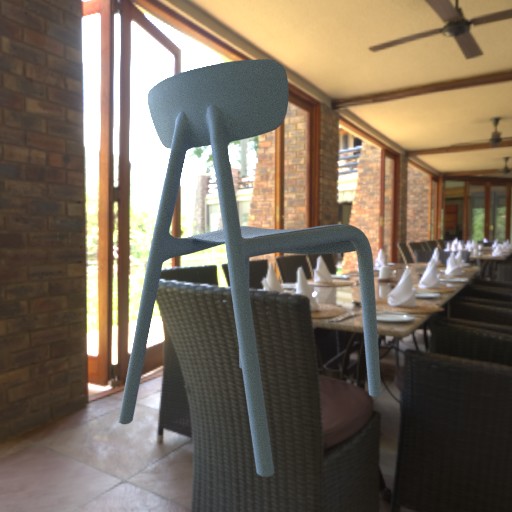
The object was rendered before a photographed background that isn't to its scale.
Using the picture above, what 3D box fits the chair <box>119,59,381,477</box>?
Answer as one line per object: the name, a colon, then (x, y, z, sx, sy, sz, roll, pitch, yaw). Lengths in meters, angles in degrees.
chair: (0.000, 0.000, 0.836, 0.356, 0.580, 0.401, 2, 3, 35)
